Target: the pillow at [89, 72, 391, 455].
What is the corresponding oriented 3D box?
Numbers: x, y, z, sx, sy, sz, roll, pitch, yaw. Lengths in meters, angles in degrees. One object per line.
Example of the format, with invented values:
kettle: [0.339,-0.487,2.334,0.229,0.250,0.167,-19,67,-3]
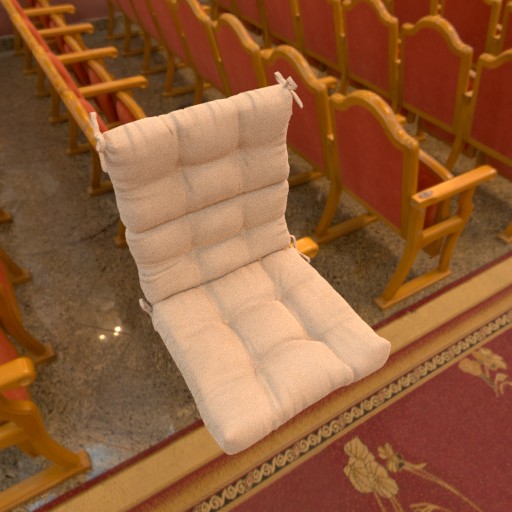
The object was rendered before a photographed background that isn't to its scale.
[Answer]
pillow: [0.000,0.000,1.032,0.519,0.605,0.571,-23,50,-21]
